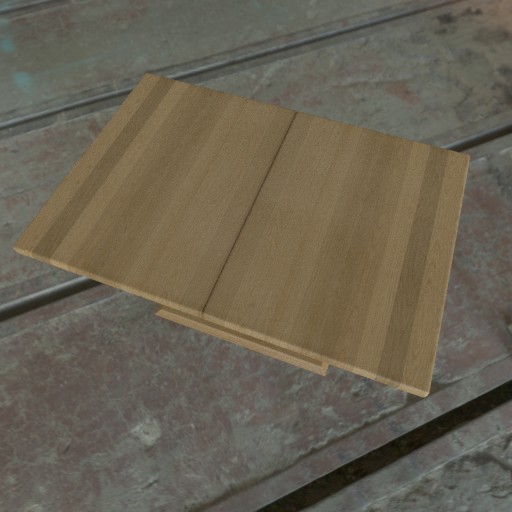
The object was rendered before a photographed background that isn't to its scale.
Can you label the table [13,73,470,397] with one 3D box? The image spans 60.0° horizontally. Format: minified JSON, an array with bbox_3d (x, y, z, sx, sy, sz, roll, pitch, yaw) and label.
[{"bbox_3d":[0.000,0.000,1.812,1.300,0.770,0.900,18,61,10],"label":"table"}]
